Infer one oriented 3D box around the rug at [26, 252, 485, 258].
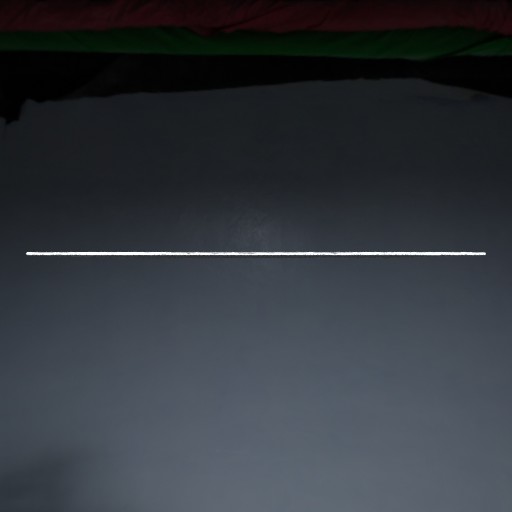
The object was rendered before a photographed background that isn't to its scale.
[{"bbox_3d":[0.000,0.000,3.120,2.444,0.012,1.530,0,-1,0],"label":"rug"}]
